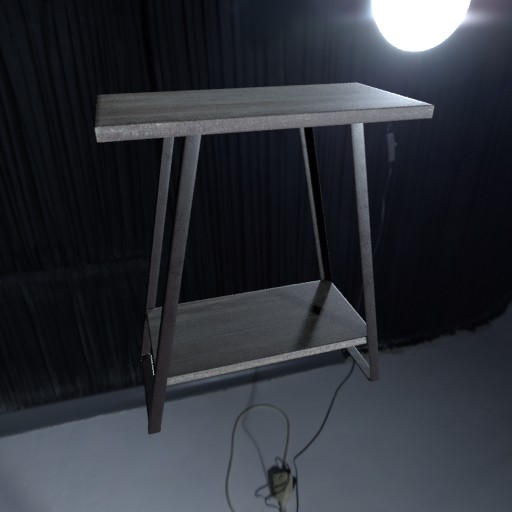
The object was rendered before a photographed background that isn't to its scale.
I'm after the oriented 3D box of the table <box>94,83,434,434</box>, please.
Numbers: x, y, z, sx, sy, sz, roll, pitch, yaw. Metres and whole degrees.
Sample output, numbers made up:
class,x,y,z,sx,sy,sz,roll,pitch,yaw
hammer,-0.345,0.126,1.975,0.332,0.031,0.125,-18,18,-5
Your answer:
class,x,y,z,sx,sy,sz,roll,pitch,yaw
table,0.000,0.000,1.039,0.599,0.701,0.300,-8,30,-15
